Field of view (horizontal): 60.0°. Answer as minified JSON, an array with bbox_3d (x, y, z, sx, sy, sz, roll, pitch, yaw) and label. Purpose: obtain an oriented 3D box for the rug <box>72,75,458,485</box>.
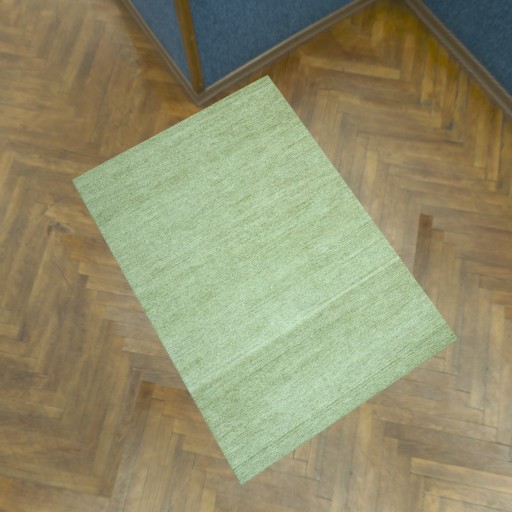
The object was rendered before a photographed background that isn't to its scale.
[{"bbox_3d":[0.000,0.000,2.940,1.606,0.017,2.270,-31,78,-8],"label":"rug"}]
